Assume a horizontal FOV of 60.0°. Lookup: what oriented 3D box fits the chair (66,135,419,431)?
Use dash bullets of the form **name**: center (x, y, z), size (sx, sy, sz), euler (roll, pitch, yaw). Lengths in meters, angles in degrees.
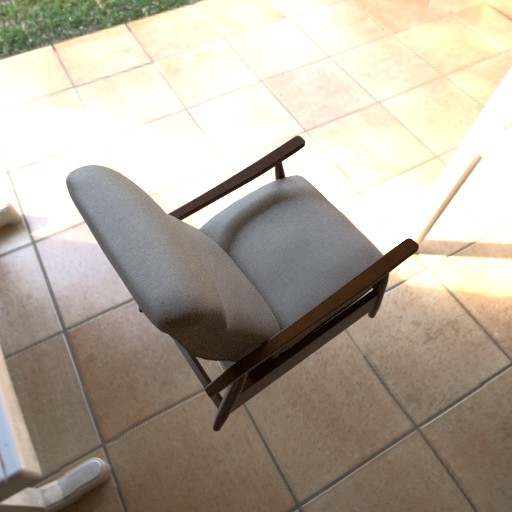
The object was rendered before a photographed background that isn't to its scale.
- **chair**: center (0.000, 0.000, 1.796), size (1.030, 1.082, 0.762), euler (-31, 63, -18)
